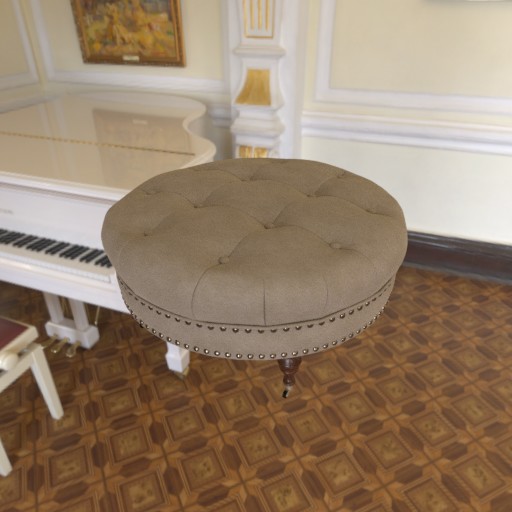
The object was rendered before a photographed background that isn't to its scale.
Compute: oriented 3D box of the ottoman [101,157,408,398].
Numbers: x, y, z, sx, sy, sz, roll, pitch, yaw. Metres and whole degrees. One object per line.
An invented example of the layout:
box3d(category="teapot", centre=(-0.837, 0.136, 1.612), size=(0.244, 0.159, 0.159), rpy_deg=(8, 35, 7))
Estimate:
box3d(category="ottoman", centre=(0.000, 0.000, 1.411), size=(0.901, 0.439, 0.901), rpy_deg=(0, 30, 0))
